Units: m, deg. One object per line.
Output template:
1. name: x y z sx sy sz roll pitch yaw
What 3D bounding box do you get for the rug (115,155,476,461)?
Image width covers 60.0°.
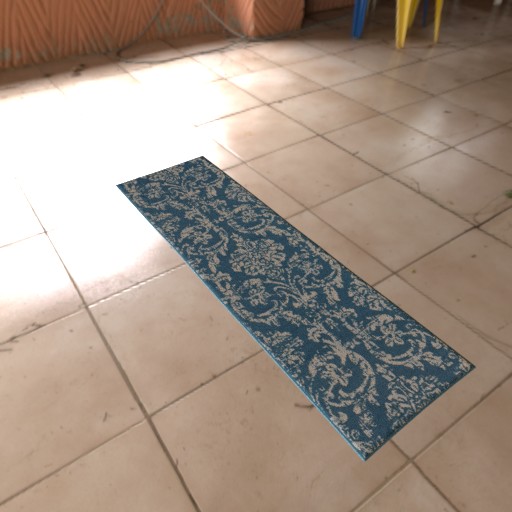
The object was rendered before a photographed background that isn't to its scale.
1. rug: 0.000 0.000 2.356 0.662 0.011 2.196 -26 48 -26
